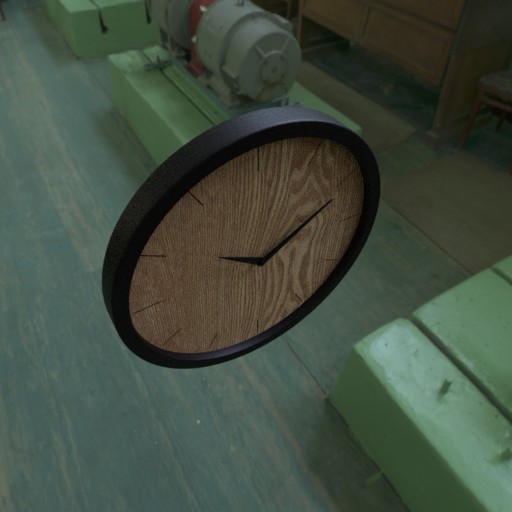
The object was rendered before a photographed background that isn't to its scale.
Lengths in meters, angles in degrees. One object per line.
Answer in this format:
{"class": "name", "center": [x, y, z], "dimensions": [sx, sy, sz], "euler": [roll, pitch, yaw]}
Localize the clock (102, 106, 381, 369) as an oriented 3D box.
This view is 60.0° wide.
{"class": "clock", "center": [0.000, 0.000, 0.466], "dimensions": [0.314, 0.314, 0.029], "euler": [-24, 51, -21]}
